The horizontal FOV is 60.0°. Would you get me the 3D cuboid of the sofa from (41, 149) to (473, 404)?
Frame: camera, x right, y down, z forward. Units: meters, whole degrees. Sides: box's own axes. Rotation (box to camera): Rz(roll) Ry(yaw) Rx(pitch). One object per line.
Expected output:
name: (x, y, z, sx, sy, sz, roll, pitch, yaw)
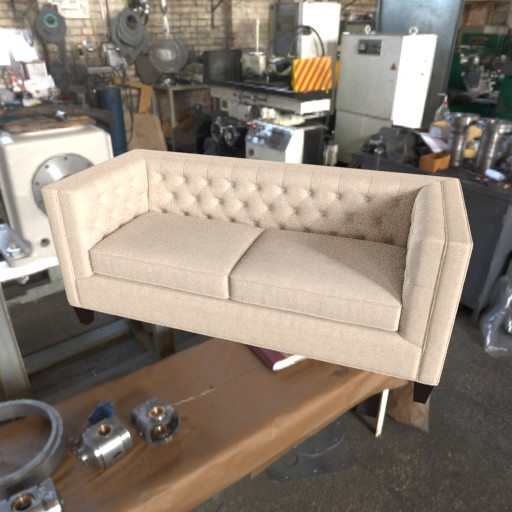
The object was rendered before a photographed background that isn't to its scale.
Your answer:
sofa: (0.000, 0.000, 2.207, 1.778, 0.762, 0.775, 9, 29, 17)
